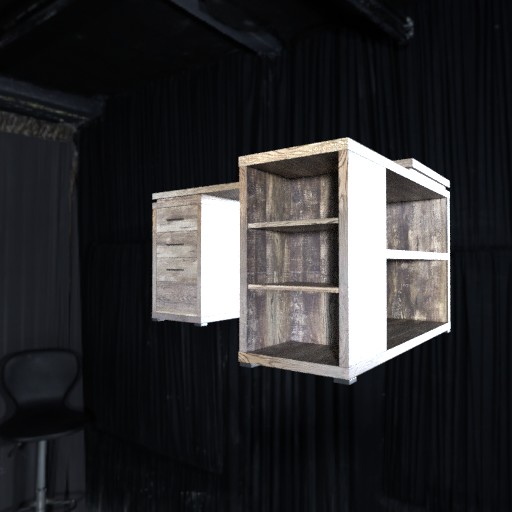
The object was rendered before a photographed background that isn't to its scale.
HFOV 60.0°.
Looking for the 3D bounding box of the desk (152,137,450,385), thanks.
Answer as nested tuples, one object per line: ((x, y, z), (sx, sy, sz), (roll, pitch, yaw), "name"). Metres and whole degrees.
((0.000, 0.000, 2.182), (1.524, 0.753, 1.200), (-1, -1, 36), "desk")
